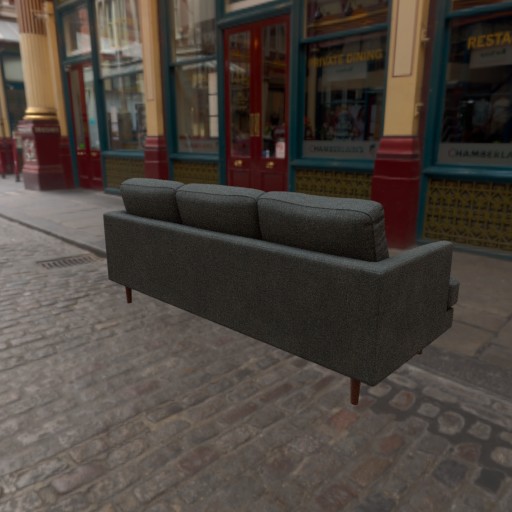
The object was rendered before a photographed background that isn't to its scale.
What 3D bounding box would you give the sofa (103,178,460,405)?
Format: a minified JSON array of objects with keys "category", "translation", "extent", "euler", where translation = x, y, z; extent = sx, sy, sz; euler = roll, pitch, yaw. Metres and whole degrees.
[{"category":"sofa","translation":[0.000,0.000,2.833],"extent":[2.246,0.930,0.903],"euler":[13,19,42]}]
